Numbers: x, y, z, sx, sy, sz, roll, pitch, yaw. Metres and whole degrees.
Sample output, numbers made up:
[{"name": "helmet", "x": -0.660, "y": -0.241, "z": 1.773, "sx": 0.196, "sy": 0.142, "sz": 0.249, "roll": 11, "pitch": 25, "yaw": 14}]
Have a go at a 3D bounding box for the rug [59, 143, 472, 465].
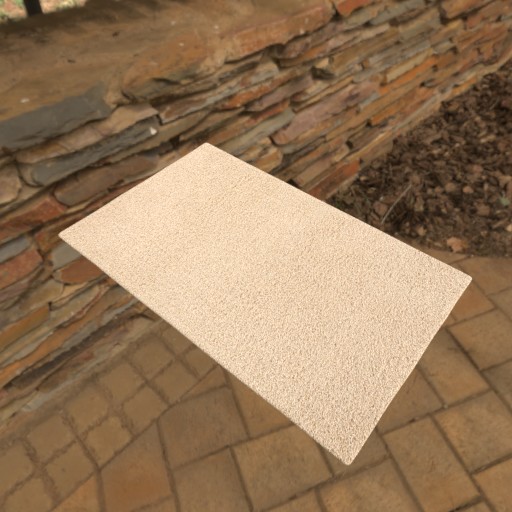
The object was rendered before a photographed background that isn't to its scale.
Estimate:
[{"name": "rug", "x": 0.000, "y": 0.000, "z": 3.043, "sx": 2.438, "sy": 0.030, "sz": 1.524, "roll": 32, "pitch": 55, "yaw": 26}]
